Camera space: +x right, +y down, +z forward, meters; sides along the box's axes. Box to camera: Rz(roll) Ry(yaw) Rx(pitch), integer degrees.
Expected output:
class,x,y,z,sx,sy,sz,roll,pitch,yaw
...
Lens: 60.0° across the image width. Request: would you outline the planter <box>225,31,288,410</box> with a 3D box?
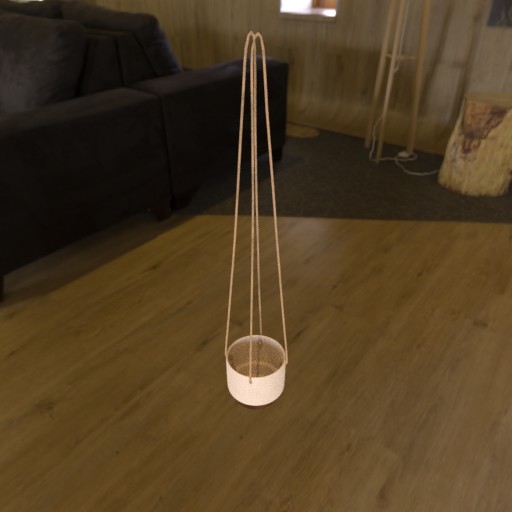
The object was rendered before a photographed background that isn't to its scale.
class,x,y,z,sx,sy,sz,roll,pitch,yaw
planter,0.000,0.000,0.925,0.146,0.841,0.146,-21,38,-29
